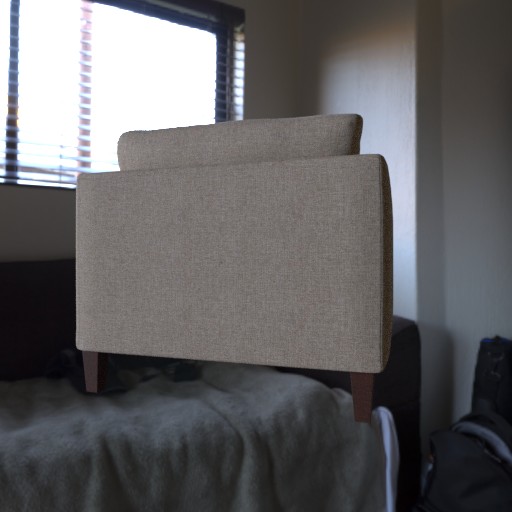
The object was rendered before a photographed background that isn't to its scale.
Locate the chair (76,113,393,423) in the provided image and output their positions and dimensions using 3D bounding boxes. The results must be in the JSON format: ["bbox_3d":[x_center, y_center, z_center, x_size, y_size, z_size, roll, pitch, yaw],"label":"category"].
[{"bbox_3d":[0.000,0.000,1.874,1.107,0.987,0.959,0,0,18],"label":"chair"}]
